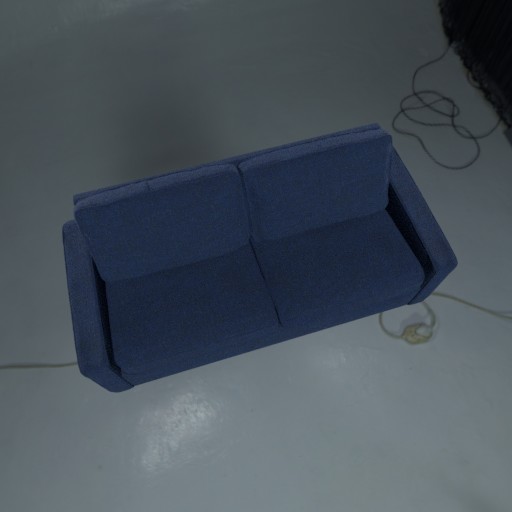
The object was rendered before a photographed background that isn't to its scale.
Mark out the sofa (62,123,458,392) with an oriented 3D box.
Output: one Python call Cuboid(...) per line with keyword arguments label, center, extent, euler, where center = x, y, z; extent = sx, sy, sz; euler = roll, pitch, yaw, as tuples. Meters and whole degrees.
Cuboid(label="sofa", center=(0.000, 0.000, 2.596), extent=(2.080, 0.919, 0.940), euler=(-15, 65, -7))
